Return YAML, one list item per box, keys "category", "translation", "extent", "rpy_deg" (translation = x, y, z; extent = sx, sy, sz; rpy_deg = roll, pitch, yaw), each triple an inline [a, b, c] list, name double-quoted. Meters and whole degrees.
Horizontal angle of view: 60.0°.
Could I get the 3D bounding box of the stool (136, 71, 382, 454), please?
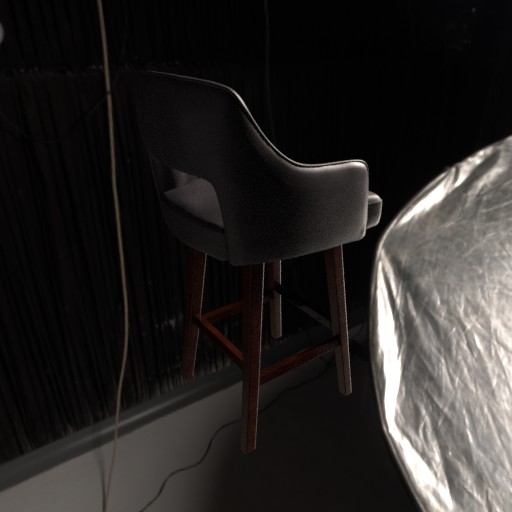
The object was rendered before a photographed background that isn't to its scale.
- category: "stool"
  translation: [0.000, 0.000, 1.330]
  extent: [0.560, 1.041, 0.550]
  rpy_deg: [-17, 31, -31]
